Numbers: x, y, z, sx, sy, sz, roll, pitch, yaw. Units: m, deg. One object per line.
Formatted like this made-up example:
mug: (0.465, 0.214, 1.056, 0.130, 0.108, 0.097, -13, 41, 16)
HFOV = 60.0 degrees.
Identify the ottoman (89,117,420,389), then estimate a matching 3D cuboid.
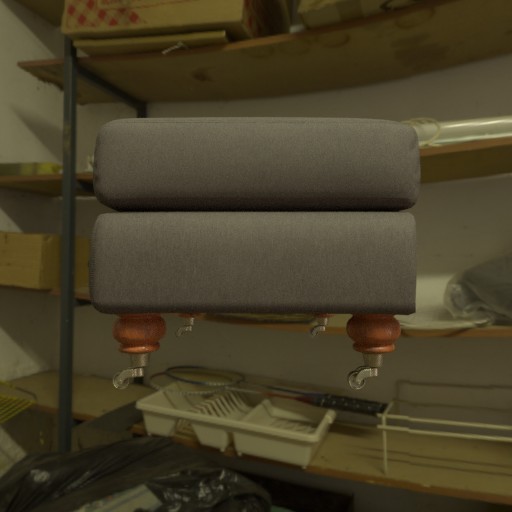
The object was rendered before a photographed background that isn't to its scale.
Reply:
ottoman: (0.000, 0.000, 1.103, 0.574, 0.497, 0.773, 0, -2, 0)
